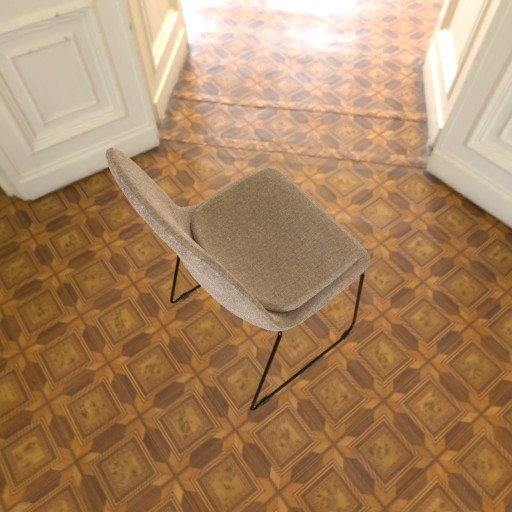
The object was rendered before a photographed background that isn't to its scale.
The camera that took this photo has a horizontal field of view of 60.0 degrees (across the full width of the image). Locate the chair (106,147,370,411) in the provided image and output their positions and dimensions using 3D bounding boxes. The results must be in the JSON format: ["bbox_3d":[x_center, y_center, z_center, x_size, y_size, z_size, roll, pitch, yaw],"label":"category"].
[{"bbox_3d":[0.000,0.000,1.175,0.518,0.858,0.479,-33,64,-19],"label":"chair"}]
